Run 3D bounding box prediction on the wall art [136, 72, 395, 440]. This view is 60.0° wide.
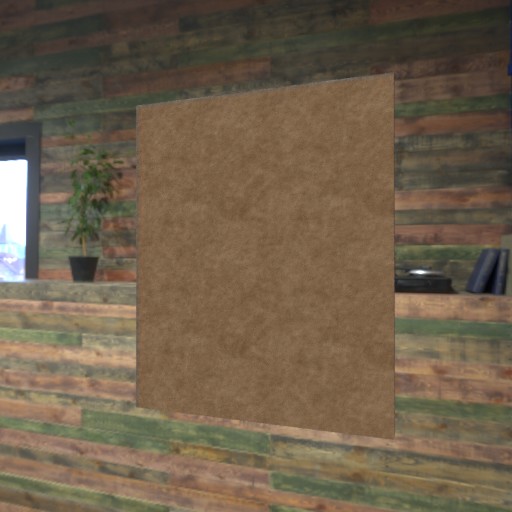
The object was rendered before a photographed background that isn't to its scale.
[{"bbox_3d":[0.000,0.000,0.759,0.453,0.554,0.037,0,0,19],"label":"wall art"}]
